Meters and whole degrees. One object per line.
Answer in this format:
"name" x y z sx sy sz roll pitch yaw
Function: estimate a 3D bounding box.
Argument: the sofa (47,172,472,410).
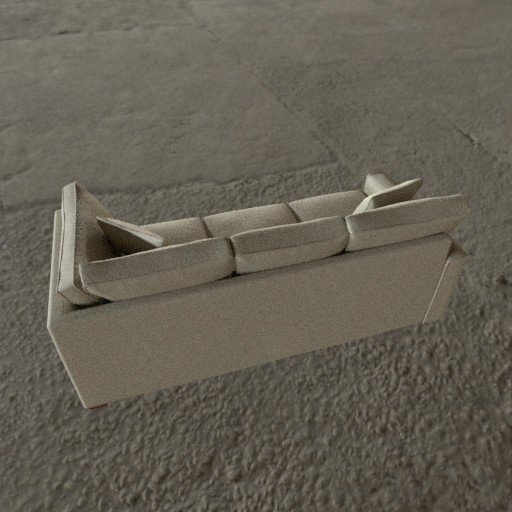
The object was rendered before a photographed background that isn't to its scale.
"sofa" 0.000 0.000 2.822 2.317 0.962 1.061 -11 42 -13
